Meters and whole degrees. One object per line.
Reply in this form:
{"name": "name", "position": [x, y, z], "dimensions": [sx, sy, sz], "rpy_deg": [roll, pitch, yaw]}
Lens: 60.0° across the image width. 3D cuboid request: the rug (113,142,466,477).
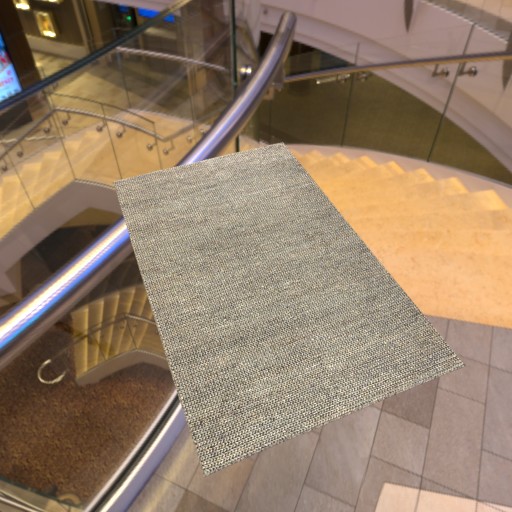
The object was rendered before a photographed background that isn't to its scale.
{"name": "rug", "position": [0.000, 0.000, 3.049], "dimensions": [1.538, 0.021, 2.443], "rpy_deg": [-17, 49, -15]}
